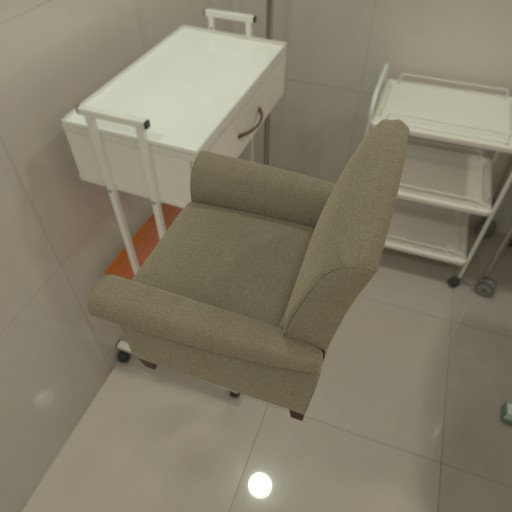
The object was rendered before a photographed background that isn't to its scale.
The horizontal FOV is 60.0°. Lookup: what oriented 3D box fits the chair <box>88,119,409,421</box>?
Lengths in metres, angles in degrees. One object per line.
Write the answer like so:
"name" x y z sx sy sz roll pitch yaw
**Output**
"chair" 0.000 0.000 1.765 0.905 1.061 0.978 15 48 13
